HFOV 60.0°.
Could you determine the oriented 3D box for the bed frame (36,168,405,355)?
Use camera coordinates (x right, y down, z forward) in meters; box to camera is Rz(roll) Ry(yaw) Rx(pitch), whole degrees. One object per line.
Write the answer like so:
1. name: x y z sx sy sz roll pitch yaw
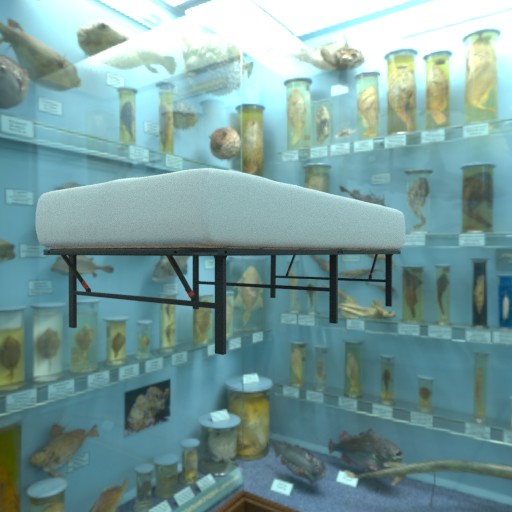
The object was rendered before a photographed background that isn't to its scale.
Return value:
1. bed frame: 0.000 0.000 2.394 1.025 0.640 1.908 0 1 36
